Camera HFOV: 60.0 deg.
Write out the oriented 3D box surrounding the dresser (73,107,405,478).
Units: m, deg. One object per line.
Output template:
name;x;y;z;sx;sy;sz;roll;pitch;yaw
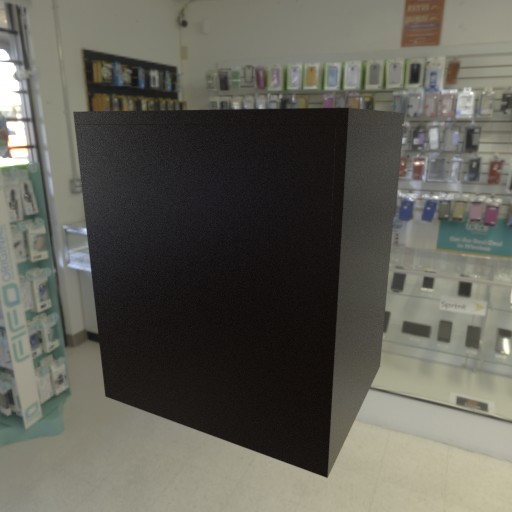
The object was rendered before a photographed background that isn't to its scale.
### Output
dresser;0.000;0.000;0.764;0.400;0.470;0.360;8;19;26
